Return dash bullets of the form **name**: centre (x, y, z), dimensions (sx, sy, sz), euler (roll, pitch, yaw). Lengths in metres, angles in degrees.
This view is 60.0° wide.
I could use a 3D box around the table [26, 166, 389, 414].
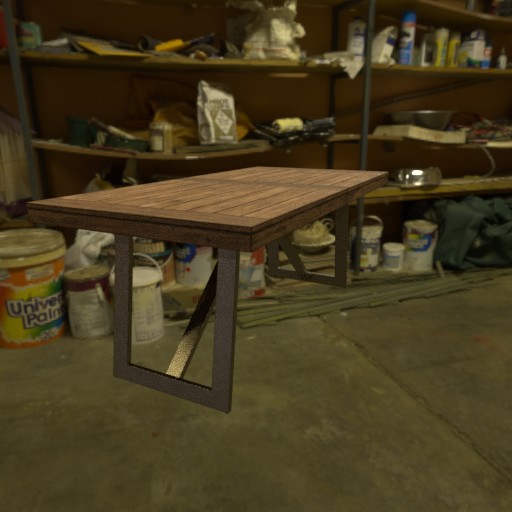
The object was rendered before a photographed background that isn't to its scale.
- **table**: centre (0.000, 0.000, 2.317), dimensions (0.931, 0.757, 1.867), euler (8, 18, 26)
